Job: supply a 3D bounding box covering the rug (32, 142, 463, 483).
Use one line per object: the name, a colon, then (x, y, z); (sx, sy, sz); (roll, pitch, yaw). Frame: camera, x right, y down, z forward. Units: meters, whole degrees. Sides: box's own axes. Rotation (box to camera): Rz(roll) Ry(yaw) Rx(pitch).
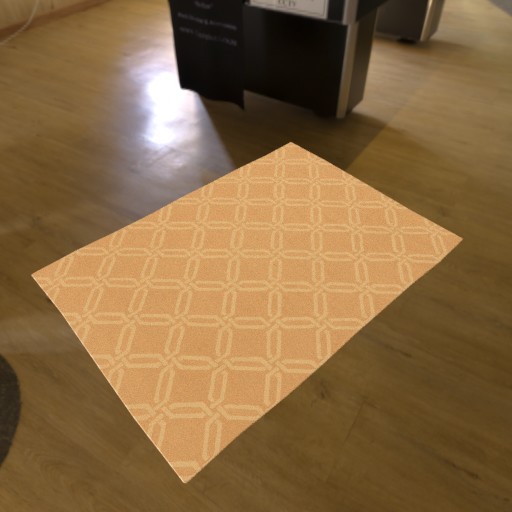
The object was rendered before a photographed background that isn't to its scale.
rug: (0.000, 0.000, 2.651); (2.135, 0.013, 1.524); (-33, 54, -28)
